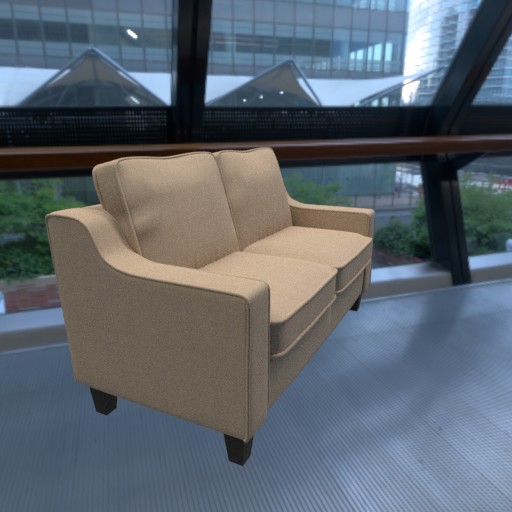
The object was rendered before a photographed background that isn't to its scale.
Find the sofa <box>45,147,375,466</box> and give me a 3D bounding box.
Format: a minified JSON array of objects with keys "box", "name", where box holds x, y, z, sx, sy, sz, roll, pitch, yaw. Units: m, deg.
[{"box":[0.000,0.000,3.409,1.351,1.562,2.587,8,17,26],"name":"sofa"}]
